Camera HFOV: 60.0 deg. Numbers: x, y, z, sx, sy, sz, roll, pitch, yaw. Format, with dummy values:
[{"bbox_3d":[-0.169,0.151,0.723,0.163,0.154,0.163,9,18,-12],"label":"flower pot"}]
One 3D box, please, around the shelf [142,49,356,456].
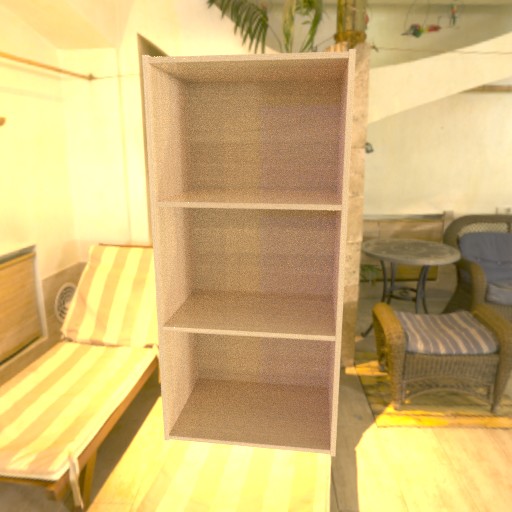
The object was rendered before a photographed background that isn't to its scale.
[{"bbox_3d":[0.000,0.000,1.095,0.417,0.876,0.292,2,14,8],"label":"shelf"}]
